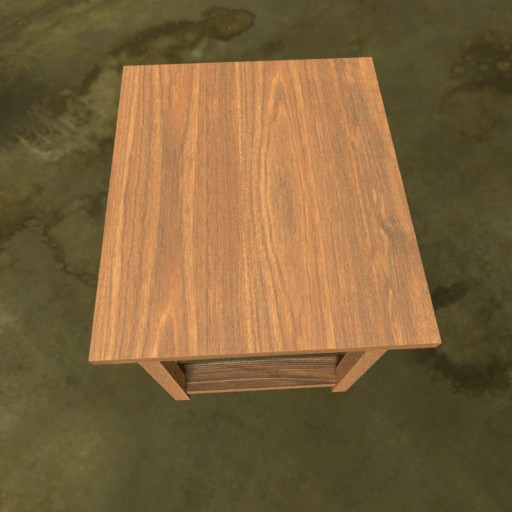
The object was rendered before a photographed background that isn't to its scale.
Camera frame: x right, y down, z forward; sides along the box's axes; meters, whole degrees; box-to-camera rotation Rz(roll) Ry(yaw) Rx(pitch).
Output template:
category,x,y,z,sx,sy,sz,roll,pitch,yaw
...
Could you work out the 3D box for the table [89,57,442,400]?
category,x,y,z,sx,sy,sz,roll,pitch,yaw
table,0.000,0.000,1.132,0.559,0.635,0.660,-3,63,-1
